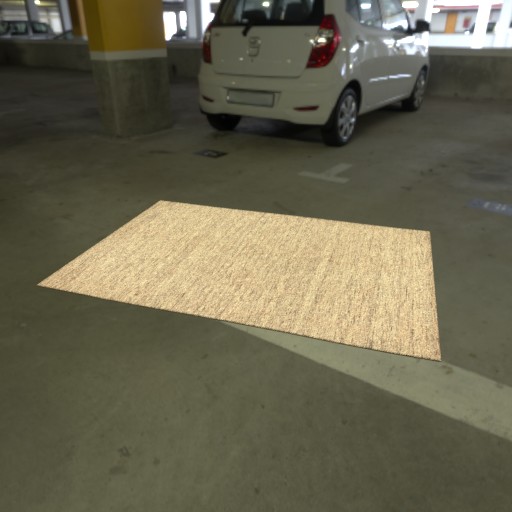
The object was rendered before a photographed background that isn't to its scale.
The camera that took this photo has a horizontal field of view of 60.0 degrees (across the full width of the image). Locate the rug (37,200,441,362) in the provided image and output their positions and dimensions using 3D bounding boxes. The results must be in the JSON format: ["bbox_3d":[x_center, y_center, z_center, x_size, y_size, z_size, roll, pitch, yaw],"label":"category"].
[{"bbox_3d":[0.000,0.000,3.012,2.283,0.013,1.547,8,28,15],"label":"rug"}]
